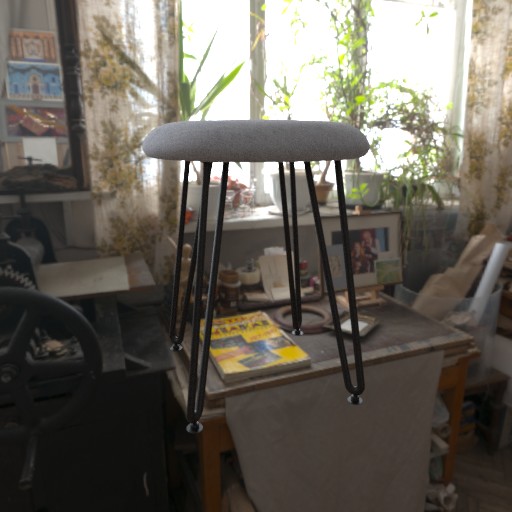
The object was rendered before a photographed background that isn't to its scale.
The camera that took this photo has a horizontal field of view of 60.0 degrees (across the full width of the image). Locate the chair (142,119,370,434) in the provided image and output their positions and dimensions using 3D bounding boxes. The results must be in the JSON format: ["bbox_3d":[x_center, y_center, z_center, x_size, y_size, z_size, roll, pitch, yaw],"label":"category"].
[{"bbox_3d":[0.000,0.000,0.661,0.350,0.386,0.350,8,18,28],"label":"chair"}]
